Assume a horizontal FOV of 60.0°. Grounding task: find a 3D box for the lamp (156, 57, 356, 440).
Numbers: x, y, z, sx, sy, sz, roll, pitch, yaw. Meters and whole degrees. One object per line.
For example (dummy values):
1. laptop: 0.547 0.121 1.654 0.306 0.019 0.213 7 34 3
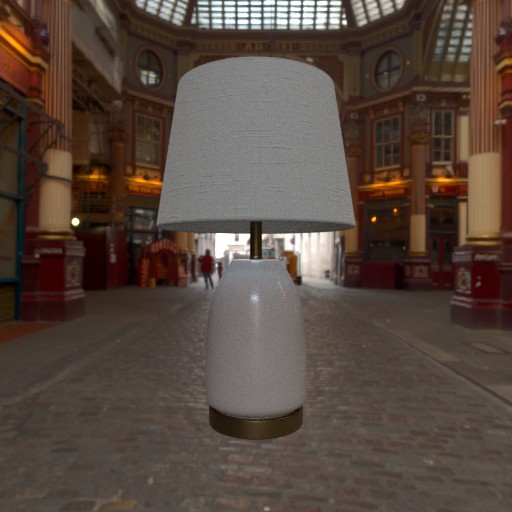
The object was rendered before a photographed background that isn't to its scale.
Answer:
1. lamp: 0.000 0.000 0.650 0.285 0.483 0.285 0 0 0
